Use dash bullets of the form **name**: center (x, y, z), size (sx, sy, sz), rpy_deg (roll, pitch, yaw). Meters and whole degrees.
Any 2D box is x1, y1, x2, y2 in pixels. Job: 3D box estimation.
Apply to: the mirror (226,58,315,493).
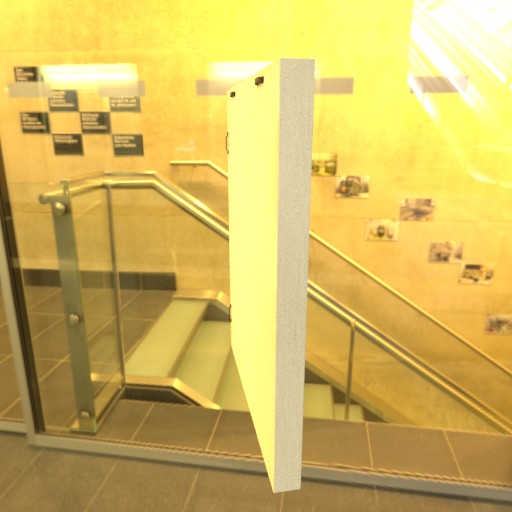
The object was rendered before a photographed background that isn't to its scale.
- **mirror**: center (0.000, 0.000, 0.685), size (0.041, 0.509, 0.406), rpy_deg (-3, 16, -10)
